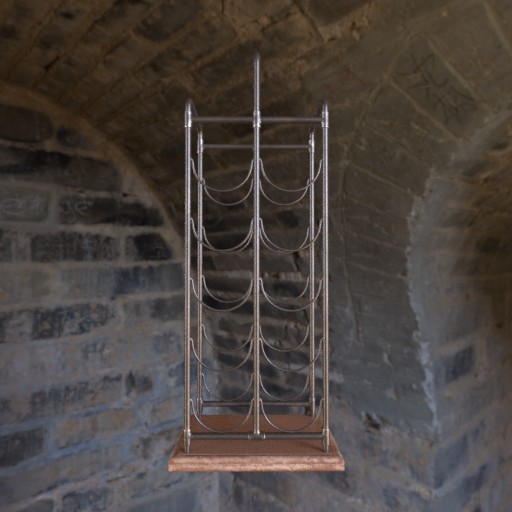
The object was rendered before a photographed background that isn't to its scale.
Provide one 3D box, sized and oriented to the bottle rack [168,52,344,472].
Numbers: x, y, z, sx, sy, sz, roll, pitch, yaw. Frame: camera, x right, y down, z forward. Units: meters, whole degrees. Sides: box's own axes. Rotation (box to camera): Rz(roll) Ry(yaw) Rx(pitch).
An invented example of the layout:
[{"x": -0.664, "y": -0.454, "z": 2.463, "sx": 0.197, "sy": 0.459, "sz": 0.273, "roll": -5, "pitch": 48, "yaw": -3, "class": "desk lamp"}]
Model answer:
[{"x": 0.000, "y": 0.000, "z": 0.804, "sx": 0.276, "sy": 0.680, "sz": 0.208, "roll": 0, "pitch": -1, "yaw": 0, "class": "bottle rack"}]
